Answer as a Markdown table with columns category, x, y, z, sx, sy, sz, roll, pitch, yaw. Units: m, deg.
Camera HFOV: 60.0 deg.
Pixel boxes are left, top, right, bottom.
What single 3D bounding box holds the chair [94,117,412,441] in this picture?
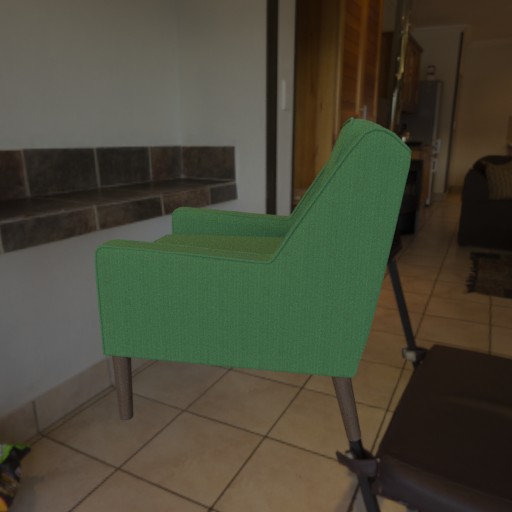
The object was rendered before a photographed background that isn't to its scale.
| category | x | y | z | sx | sy | sz | roll | pitch | yaw |
| --- | --- | --- | --- | --- | --- | --- | --- | --- | --- |
| chair | 0.000 | 0.000 | 1.350 | 0.743 | 0.792 | 0.663 | 2 | 15 | 8 |
